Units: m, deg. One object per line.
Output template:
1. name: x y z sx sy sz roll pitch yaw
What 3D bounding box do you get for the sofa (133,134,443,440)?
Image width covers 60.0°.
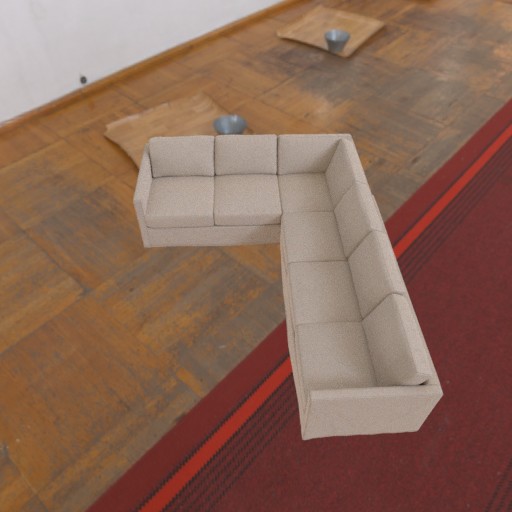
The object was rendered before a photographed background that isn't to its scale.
1. sofa: 0.000 0.000 4.242 2.432 0.871 3.182 -2 47 -2
